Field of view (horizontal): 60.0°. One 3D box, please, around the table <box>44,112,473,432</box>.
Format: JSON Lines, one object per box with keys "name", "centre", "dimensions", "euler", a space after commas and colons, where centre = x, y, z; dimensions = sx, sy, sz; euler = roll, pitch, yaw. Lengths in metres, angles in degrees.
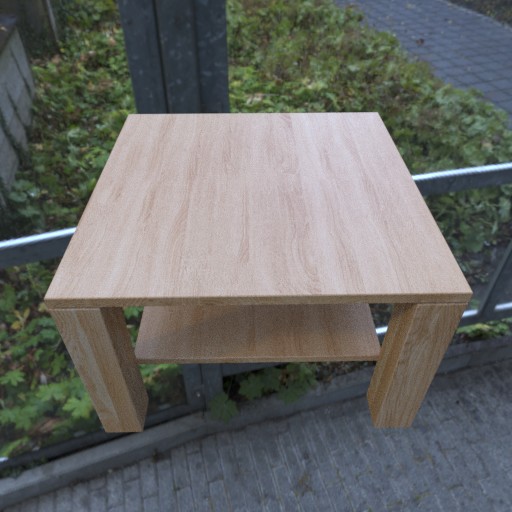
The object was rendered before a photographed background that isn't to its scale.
{"name": "table", "centre": [0.000, 0.000, 1.131], "dimensions": [0.700, 0.450, 0.700], "euler": [-1, 42, -1]}
